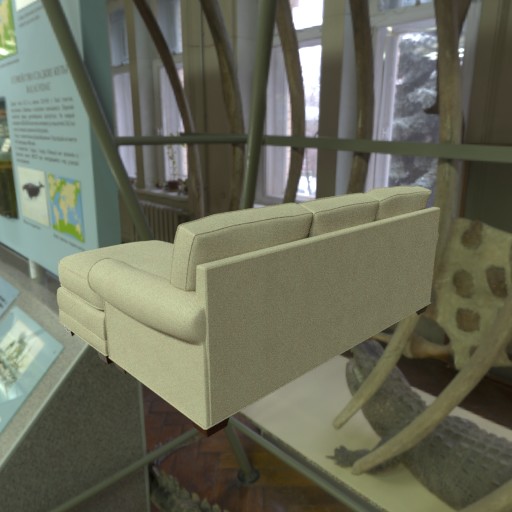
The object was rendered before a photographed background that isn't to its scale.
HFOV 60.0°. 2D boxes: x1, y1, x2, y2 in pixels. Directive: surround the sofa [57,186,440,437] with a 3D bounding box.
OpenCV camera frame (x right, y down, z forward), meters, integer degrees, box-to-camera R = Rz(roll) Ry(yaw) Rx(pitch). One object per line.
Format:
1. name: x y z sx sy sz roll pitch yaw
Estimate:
1. sofa: 0.000 0.000 2.351 1.770 0.734 1.226 -14 21 -42
